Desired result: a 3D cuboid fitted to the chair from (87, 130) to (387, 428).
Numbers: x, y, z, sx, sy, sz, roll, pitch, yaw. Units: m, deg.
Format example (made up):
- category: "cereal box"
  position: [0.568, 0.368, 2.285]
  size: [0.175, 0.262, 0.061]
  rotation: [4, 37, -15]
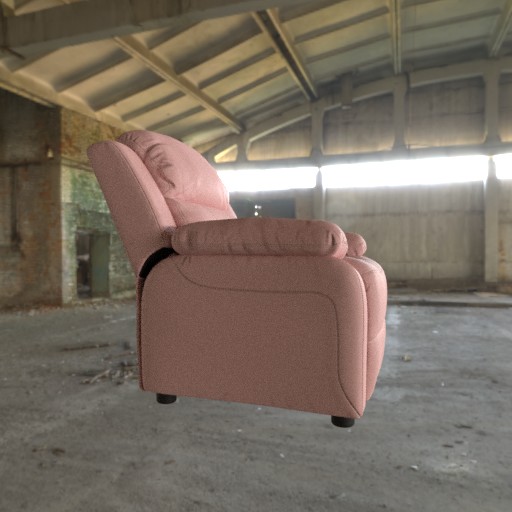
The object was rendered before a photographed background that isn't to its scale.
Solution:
- category: "chair"
  position: [0.000, 0.000, 1.260]
  size: [0.709, 0.702, 0.680]
  rotation: [0, 0, 18]
